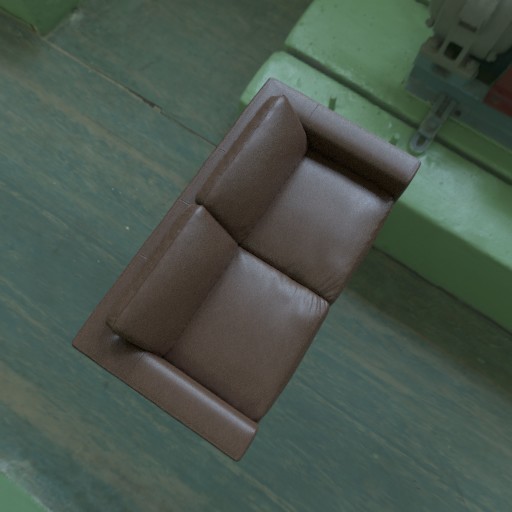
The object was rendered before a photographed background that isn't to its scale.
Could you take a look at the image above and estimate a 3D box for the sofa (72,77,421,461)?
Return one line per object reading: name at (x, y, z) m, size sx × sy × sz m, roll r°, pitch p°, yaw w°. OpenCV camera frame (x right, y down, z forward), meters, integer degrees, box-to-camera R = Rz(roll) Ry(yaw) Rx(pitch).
sofa at (0.000, 0.000, 2.558) m, size 1.070 × 0.800 × 1.920 m, roll 32°, pitch 77°, yaw 8°
